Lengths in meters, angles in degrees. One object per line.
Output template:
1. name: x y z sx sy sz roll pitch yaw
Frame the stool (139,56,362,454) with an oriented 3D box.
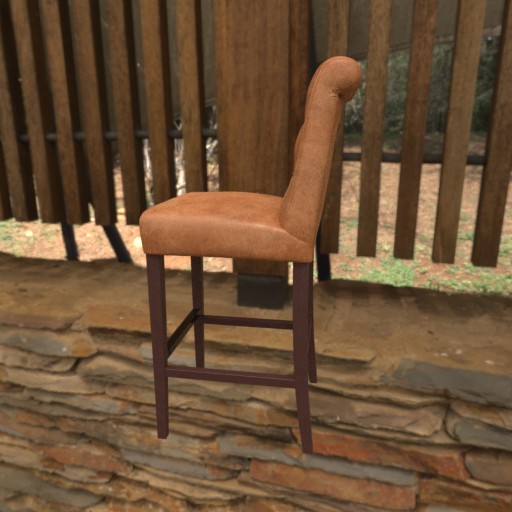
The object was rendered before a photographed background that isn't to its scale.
1. stool: 0.000 0.000 1.461 0.601 1.140 0.493 2 15 9
